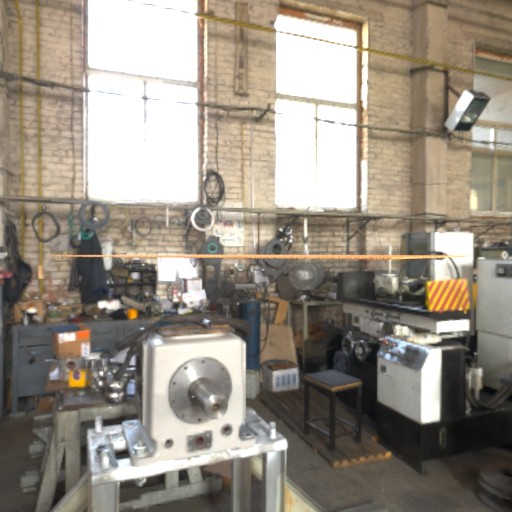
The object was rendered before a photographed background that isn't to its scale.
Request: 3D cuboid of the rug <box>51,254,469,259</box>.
[{"bbox_3d":[0.000,0.000,2.201,1.747,0.006,1.143,0,0,36],"label":"rug"}]
